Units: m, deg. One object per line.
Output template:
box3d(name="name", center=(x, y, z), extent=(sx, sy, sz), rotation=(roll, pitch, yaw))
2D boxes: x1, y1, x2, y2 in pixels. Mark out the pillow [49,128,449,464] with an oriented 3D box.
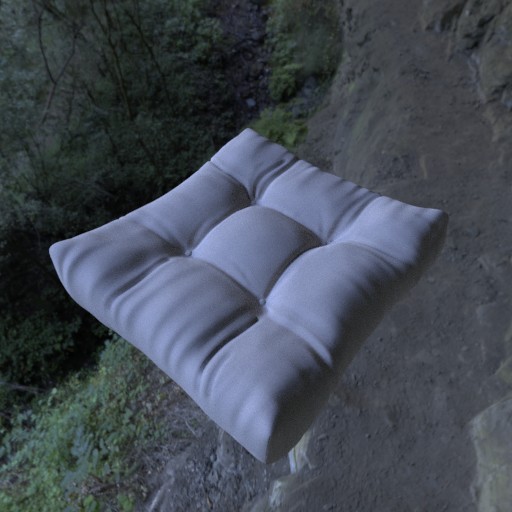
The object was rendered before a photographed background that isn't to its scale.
box3d(name="pillow", center=(0.000, 0.000, 0.739), extent=(0.468, 0.128, 0.490), rotation=(31, 54, 26))
